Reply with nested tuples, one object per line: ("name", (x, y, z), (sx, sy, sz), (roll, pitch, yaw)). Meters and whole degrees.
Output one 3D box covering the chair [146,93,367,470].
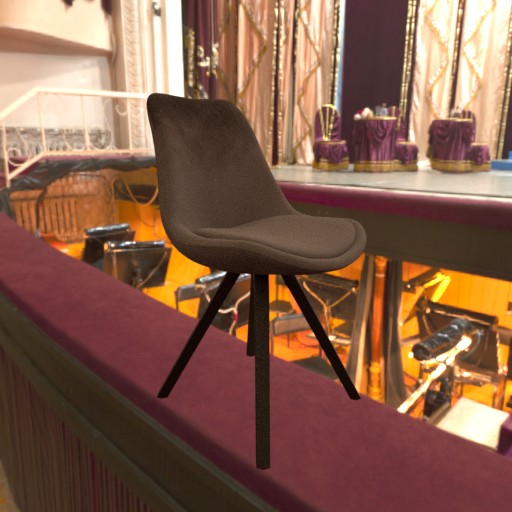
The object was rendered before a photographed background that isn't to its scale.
("chair", (0.000, 0.000, 1.193), (0.550, 0.850, 0.476), (13, 19, 42))
